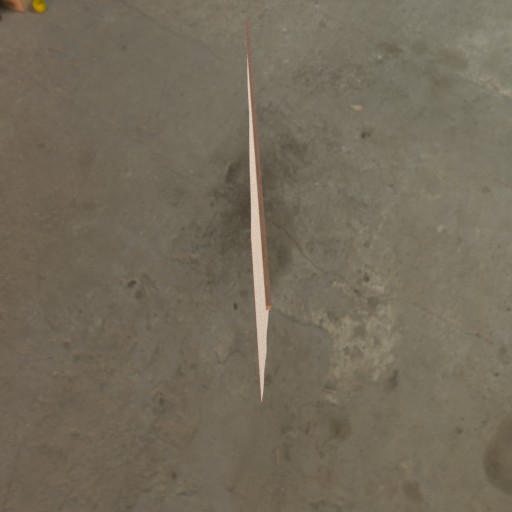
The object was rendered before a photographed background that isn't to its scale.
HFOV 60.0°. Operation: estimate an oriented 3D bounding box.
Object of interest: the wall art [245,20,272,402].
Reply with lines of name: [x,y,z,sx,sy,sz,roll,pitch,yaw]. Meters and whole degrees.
wall art: [0.000,0.000,1.948,0.019,1.527,1.019,-3,64,-2]
